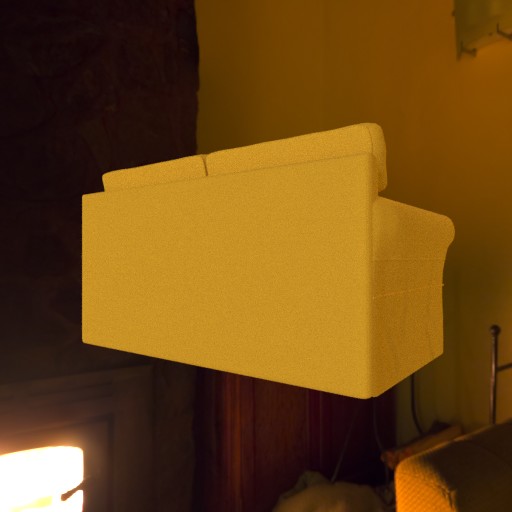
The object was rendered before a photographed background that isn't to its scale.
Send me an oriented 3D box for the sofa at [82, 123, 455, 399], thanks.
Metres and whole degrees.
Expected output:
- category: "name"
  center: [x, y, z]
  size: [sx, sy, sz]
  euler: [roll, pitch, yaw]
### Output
- category: "sofa"
  center: [0.000, 0.000, 2.294]
  size: [1.727, 0.940, 0.991]
  euler: [0, 0, 37]
